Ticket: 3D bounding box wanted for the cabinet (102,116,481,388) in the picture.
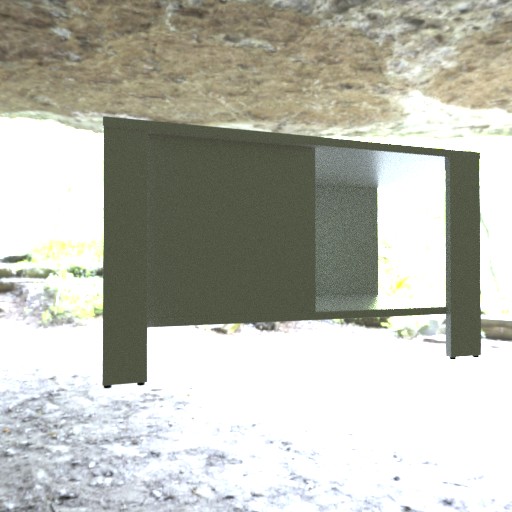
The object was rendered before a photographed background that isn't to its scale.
[{"bbox_3d":[0.000,0.000,1.248,0.800,0.460,0.800,0,-1,-18],"label":"cabinet"}]
